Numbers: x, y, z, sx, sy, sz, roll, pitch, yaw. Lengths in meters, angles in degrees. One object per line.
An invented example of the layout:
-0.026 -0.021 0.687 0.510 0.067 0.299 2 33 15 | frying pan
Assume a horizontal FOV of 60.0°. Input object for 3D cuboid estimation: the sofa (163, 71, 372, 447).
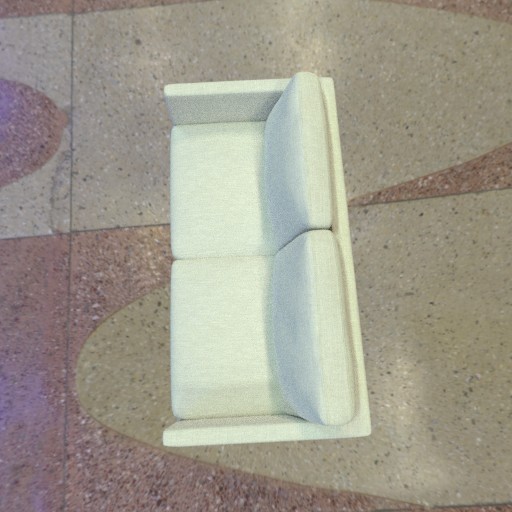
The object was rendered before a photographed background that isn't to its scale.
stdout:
0.000 0.000 2.430 0.950 0.963 1.838 -3 75 -1 | sofa
